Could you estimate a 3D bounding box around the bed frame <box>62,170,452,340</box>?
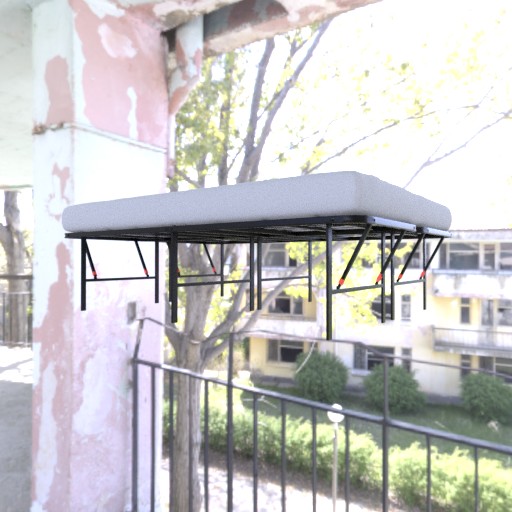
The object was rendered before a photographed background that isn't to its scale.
[{"bbox_3d":[0.000,0.000,2.613,1.905,0.637,1.372,0,-1,36],"label":"bed frame"}]
